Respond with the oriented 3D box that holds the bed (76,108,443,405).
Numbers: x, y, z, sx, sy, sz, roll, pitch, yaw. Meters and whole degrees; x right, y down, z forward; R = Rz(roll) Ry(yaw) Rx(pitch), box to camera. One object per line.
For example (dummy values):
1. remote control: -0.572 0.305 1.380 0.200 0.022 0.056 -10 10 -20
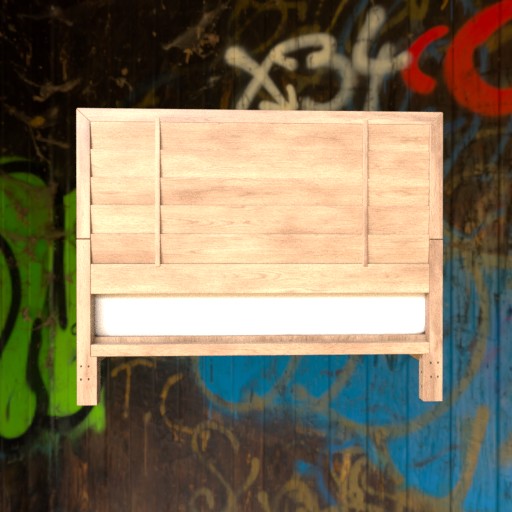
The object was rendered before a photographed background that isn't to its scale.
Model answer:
1. bed: 0.000 0.000 3.467 2.032 1.626 2.032 0 0 -2
